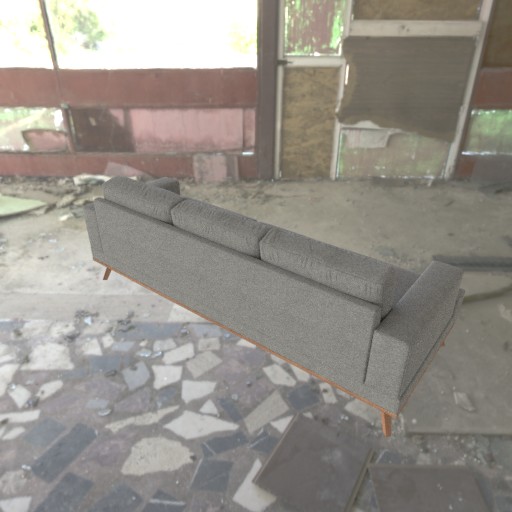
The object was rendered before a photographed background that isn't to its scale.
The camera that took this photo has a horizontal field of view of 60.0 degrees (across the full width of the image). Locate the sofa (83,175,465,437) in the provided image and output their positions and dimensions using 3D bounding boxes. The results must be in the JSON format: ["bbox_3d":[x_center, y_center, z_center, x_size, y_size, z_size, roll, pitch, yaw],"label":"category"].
[{"bbox_3d":[0.000,0.000,2.793,2.310,0.810,0.920,21,36,32],"label":"sofa"}]
